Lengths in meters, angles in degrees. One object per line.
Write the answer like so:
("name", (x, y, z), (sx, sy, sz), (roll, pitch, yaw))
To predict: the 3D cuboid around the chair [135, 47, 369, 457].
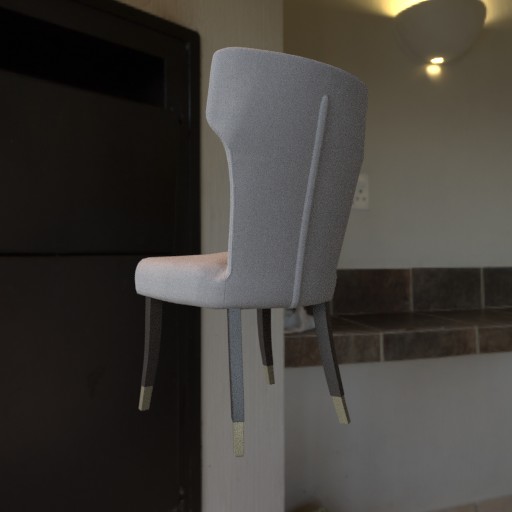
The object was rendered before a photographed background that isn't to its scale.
("chair", (0.000, 0.000, 1.309), (0.526, 0.950, 0.630), (0, -1, -35))
